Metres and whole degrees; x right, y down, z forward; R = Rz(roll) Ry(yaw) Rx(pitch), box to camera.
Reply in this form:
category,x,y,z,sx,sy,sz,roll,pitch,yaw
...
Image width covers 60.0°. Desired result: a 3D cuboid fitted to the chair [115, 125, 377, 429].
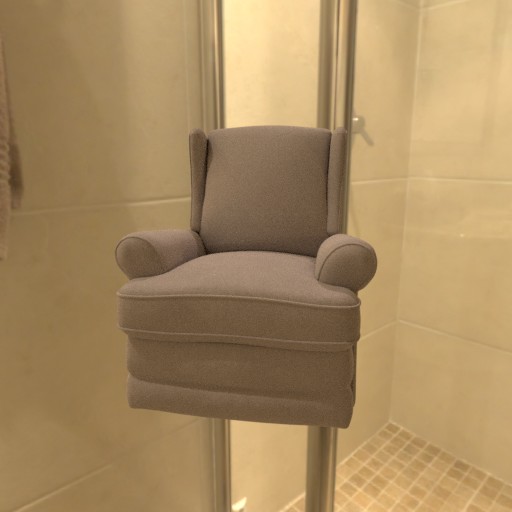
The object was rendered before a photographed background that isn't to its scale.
category,x,y,z,sx,sy,sz,roll,pitch,yaw
chair,0.000,0.000,1.713,0.847,1.011,0.969,2,13,9
